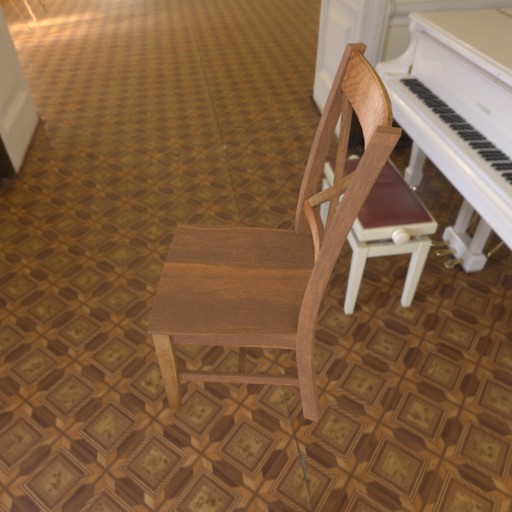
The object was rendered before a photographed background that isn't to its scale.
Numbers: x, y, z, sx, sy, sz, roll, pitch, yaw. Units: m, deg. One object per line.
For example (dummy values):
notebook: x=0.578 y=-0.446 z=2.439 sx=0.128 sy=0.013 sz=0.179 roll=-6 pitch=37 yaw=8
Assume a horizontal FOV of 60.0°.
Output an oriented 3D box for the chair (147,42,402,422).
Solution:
chair: x=0.000 y=0.000 z=1.235 sx=0.542 sy=0.983 sz=0.485 roll=2 pitch=42 yaw=2
